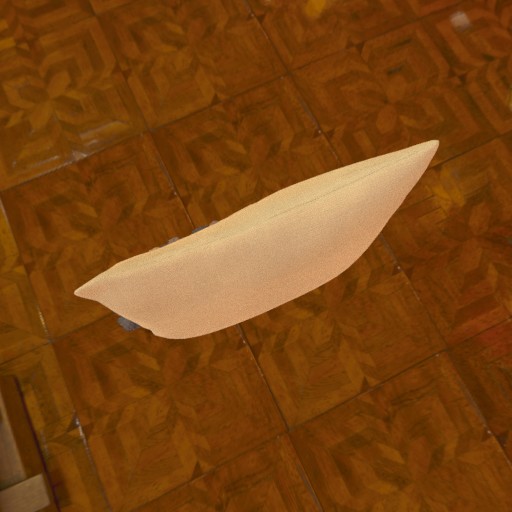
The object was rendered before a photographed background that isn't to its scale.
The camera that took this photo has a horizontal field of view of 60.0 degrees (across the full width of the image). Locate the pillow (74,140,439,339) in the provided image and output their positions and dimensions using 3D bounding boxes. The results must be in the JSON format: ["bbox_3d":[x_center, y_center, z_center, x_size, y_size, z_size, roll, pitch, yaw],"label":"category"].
[{"bbox_3d":[0.000,0.000,0.746,0.489,0.481,0.165,-23,76,-6],"label":"pillow"}]
